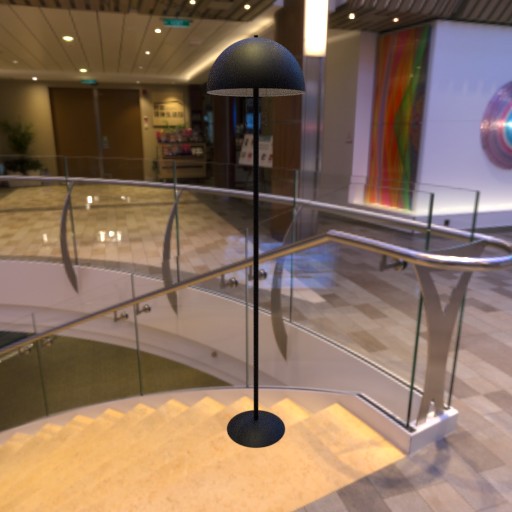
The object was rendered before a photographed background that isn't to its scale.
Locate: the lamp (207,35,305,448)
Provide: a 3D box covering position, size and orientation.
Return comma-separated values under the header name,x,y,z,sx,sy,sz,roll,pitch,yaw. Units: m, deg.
name,x,y,z,sx,sy,sz,roll,pitch,yaw
lamp,0.000,0.000,1.633,0.328,1.480,0.328,8,18,25
